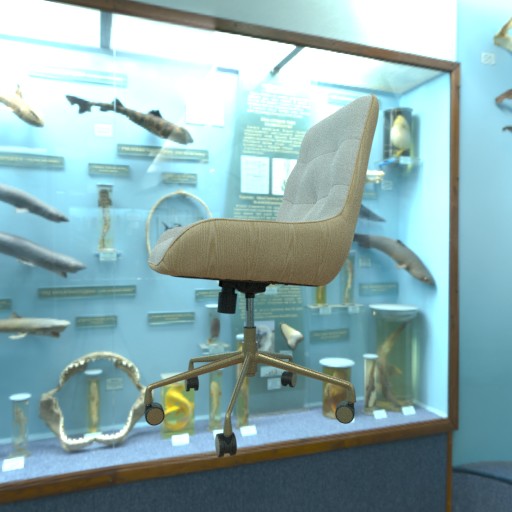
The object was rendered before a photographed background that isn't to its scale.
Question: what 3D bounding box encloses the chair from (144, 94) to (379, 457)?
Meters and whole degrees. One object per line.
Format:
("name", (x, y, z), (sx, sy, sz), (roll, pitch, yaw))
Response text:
("chair", (0.000, 0.000, 1.351), (0.668, 0.952, 0.564), (0, 1, -18))
